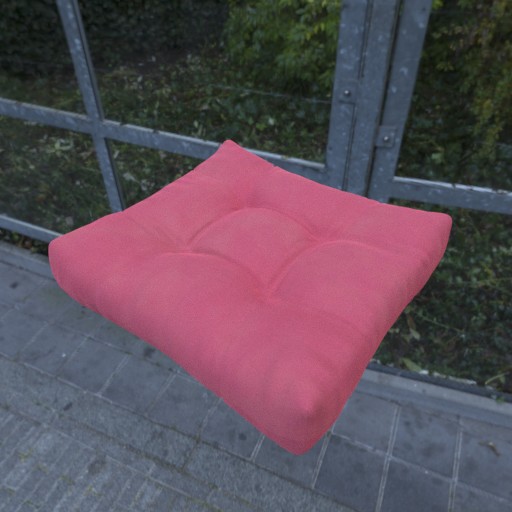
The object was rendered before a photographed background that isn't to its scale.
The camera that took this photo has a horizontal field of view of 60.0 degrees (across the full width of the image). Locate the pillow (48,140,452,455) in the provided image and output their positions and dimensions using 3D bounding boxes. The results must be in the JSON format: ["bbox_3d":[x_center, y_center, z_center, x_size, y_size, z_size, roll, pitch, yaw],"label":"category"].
[{"bbox_3d":[0.000,0.000,0.727,0.490,0.128,0.468,25,46,27],"label":"pillow"}]
